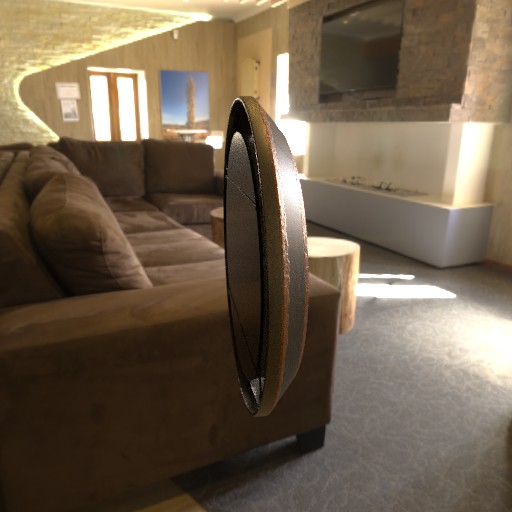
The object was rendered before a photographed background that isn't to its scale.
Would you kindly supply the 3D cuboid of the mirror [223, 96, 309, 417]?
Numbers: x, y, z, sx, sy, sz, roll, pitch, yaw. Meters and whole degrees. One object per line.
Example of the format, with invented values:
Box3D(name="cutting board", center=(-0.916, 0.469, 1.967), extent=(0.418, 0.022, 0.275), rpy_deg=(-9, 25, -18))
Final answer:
Box3D(name="mirror", center=(0.000, 0.000, 1.337), extent=(0.111, 0.907, 0.907), rpy_deg=(-3, 17, -9))
